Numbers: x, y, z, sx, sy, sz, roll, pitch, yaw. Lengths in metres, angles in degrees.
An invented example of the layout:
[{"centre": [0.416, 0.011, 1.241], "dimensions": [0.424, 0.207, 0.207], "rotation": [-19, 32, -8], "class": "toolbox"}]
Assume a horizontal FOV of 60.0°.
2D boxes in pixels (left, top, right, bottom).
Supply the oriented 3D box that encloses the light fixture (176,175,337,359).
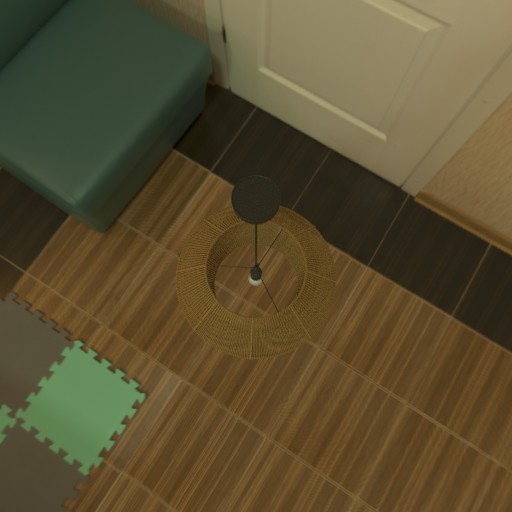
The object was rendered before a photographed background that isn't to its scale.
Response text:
[{"centre": [0.000, 0.000, 1.439], "dimensions": [0.643, 1.009, 0.643], "rotation": [0, 76, 0], "class": "light fixture"}]
